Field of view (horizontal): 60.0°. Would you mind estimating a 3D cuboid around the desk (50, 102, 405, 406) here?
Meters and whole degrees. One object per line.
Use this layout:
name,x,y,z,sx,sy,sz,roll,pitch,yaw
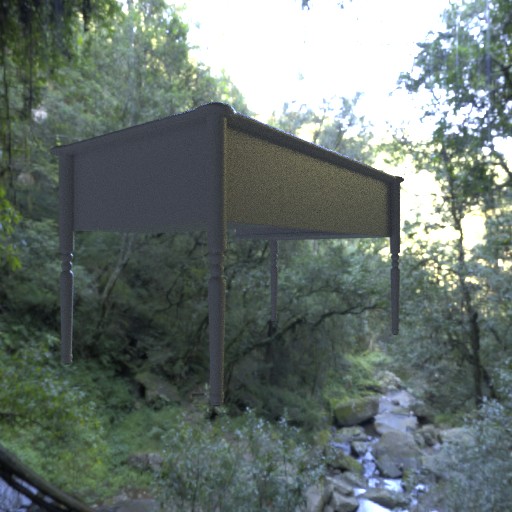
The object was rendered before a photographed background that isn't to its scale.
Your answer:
desk,0.000,0.000,1.854,0.807,0.762,1.380,0,0,37
